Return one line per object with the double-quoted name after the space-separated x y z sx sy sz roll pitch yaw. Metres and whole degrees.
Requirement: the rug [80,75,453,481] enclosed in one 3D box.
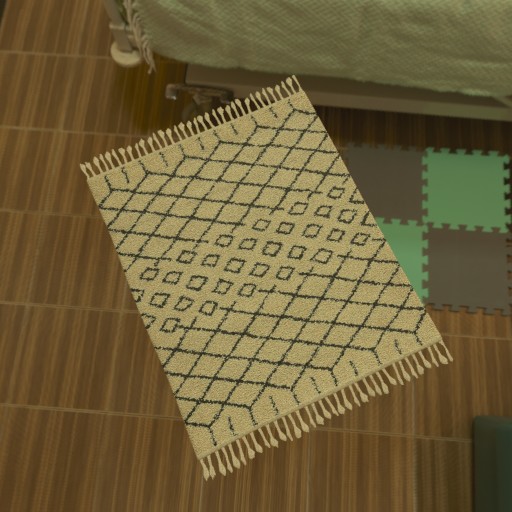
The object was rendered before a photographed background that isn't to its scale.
0.000 0.000 4.159 2.388 0.030 3.213 -24 77 -6 "rug"
